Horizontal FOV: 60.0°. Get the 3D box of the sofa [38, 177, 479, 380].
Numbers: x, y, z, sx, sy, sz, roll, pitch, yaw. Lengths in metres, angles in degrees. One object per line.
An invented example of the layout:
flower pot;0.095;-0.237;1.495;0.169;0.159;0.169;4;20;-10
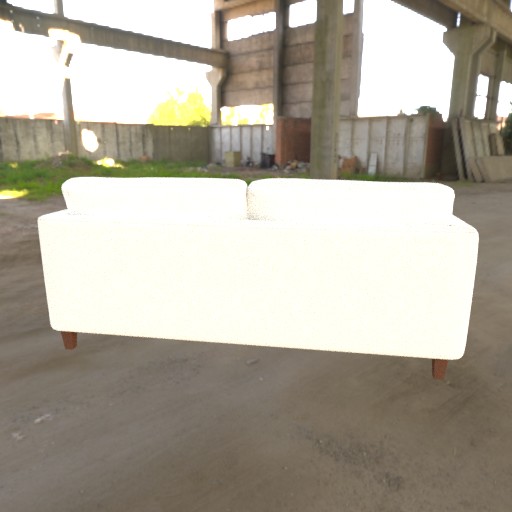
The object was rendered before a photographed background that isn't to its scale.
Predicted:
sofa;0.000;0.000;2.570;2.139;0.933;0.924;2;15;9
